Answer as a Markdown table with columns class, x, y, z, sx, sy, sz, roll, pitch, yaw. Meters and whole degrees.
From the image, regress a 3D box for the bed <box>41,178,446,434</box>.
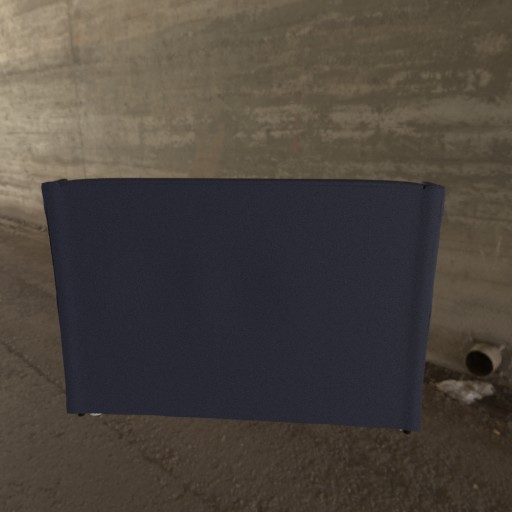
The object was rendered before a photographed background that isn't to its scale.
| class | x | y | z | sx | sy | sz | roll | pitch | yaw |
| --- | --- | --- | --- | --- | --- | --- | --- | --- | --- |
| bed | 0.000 | 0.000 | 3.298 | 1.925 | 1.332 | 2.276 | 1 | 15 | 5 |
